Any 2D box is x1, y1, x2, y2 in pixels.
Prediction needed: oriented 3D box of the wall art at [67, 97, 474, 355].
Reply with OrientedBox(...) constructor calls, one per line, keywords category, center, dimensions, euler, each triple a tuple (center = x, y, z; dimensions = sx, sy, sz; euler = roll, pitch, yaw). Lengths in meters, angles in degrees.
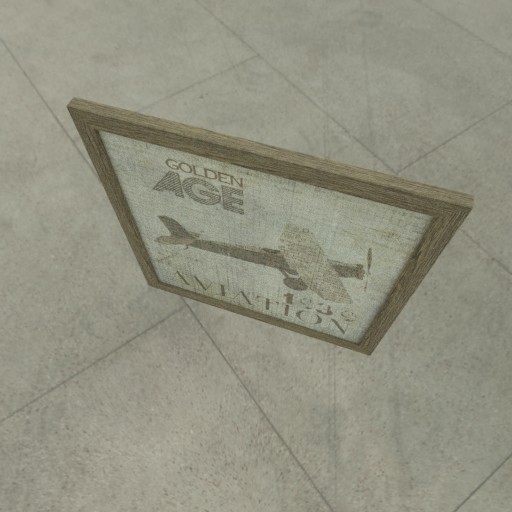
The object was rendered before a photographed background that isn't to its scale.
OrientedBox(category="wall art", center=(0.000, 0.000, 0.750), dimensions=(0.508, 0.508, 0.019), euler=(16, 61, 9))
